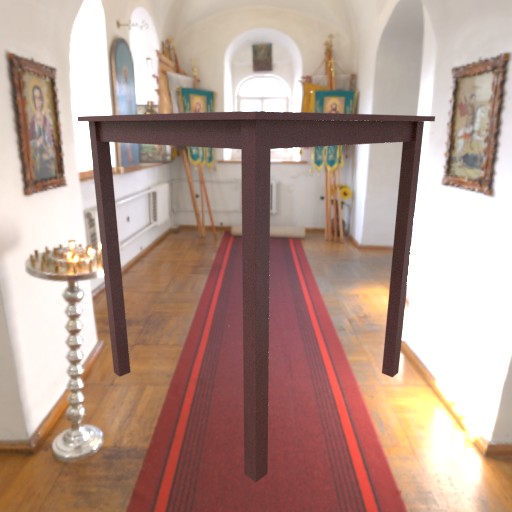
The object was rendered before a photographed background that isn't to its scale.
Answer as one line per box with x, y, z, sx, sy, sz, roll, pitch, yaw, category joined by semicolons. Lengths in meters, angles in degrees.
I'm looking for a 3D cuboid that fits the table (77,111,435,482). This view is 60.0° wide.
0.000;0.000;1.647;0.861;0.991;0.861;-16;23;-43;table
